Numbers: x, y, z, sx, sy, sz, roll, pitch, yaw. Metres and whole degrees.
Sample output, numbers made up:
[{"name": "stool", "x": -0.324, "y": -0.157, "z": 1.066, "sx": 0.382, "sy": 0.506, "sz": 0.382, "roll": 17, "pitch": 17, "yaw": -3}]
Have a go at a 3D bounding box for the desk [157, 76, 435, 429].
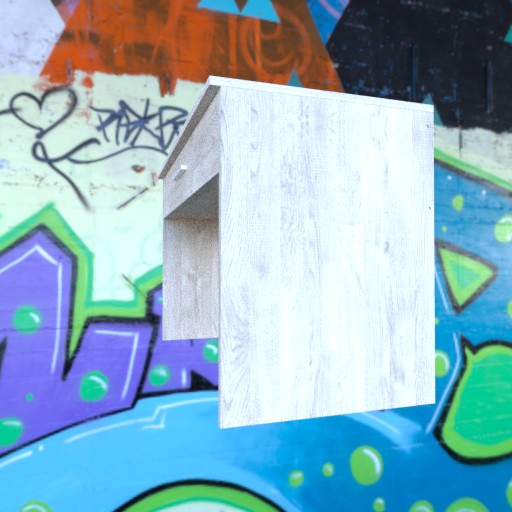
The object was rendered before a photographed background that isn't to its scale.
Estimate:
[{"name": "desk", "x": 0.000, "y": 0.000, "z": 1.521, "sx": 0.560, "sy": 0.730, "sz": 1.100, "roll": 0, "pitch": -1, "yaw": -18}]
